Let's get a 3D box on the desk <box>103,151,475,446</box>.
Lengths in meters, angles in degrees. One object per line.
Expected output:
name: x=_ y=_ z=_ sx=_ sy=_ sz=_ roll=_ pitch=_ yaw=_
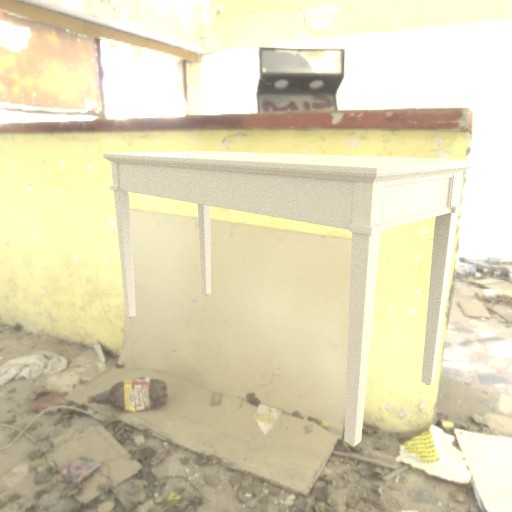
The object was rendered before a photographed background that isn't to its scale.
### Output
desk: x=0.000 y=0.000 z=1.760 sx=0.559 sy=0.774 sz=1.372 roll=-14 pitch=20 yaw=-42
